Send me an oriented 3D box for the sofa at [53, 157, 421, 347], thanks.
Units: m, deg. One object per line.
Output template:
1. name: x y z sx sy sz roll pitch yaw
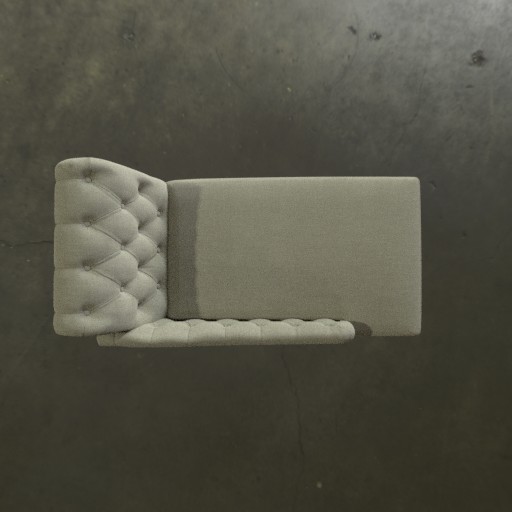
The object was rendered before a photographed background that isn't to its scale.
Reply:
1. sofa: 0.000 0.000 1.832 1.379 0.787 0.675 0 89 0
